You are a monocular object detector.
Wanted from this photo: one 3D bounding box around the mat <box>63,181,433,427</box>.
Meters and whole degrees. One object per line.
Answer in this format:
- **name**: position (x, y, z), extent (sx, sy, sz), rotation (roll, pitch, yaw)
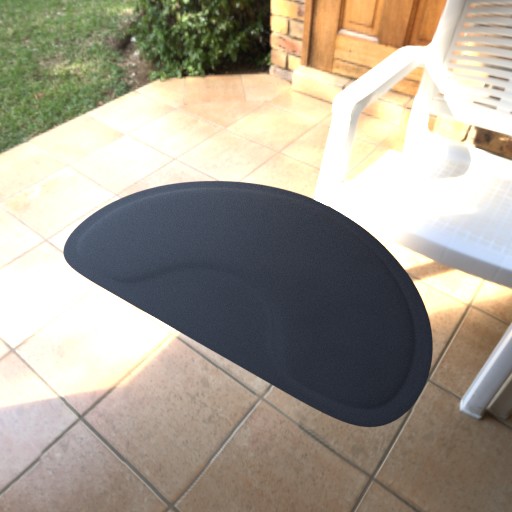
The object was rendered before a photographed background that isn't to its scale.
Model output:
- **mat**: position (0.000, 0.000, 1.813), extent (1.524, 0.013, 0.913), rotation (24, 51, 22)
